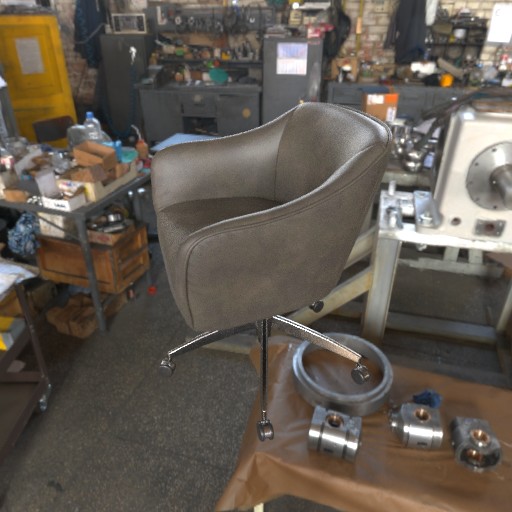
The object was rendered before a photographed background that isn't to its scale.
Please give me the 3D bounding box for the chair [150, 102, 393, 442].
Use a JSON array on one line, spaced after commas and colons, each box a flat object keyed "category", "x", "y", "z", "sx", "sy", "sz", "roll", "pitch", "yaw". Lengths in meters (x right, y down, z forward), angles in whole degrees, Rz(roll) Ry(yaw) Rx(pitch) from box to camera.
[{"category": "chair", "x": 0.000, "y": 0.000, "z": 1.371, "sx": 0.689, "sy": 0.827, "sz": 0.713, "roll": -8, "pitch": 31, "yaw": -14}]
